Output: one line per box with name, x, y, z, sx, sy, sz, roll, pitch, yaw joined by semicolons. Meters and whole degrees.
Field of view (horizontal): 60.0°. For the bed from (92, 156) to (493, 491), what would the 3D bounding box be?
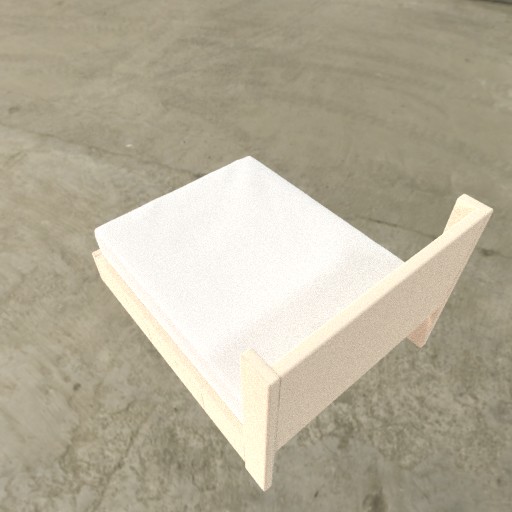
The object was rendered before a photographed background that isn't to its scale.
bed;0.000;0.000;3.356;1.765;1.471;2.280;-31;54;-26
